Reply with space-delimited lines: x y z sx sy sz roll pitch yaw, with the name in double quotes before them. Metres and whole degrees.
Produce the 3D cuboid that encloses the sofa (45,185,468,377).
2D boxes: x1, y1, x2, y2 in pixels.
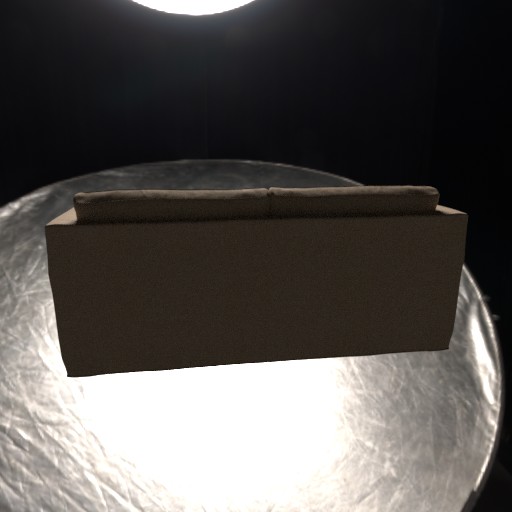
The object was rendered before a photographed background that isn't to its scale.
"sofa" 0.000 0.000 2.521 1.987 0.847 0.956 -2 15 -8
